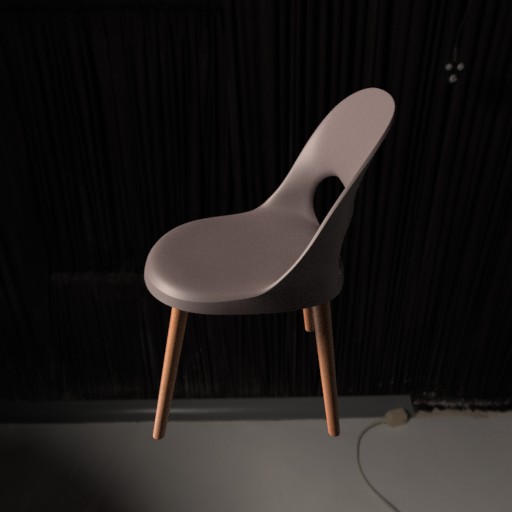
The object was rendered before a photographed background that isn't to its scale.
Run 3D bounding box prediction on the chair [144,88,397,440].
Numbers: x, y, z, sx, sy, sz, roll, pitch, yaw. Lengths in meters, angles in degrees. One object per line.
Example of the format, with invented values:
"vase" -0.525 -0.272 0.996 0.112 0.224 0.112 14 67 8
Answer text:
"chair" 0.000 0.000 1.129 0.556 0.794 0.470 -1 27 -2
